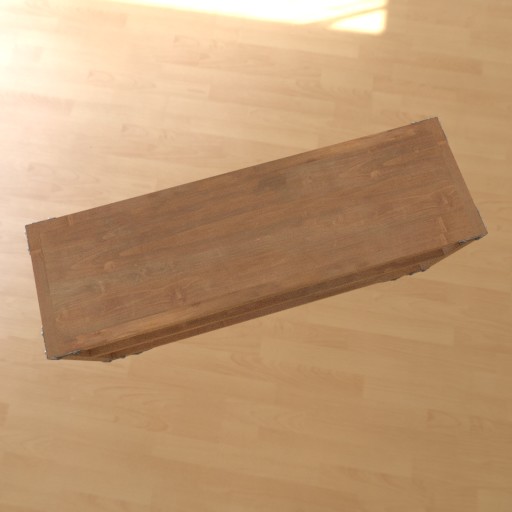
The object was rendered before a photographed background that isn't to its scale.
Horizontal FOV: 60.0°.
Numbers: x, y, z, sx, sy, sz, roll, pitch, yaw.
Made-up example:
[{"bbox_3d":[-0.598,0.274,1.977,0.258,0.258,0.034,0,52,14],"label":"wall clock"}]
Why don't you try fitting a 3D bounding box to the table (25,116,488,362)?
[{"bbox_3d":[0.000,0.000,1.819,1.487,0.711,0.467,-16,76,-4],"label":"table"}]
